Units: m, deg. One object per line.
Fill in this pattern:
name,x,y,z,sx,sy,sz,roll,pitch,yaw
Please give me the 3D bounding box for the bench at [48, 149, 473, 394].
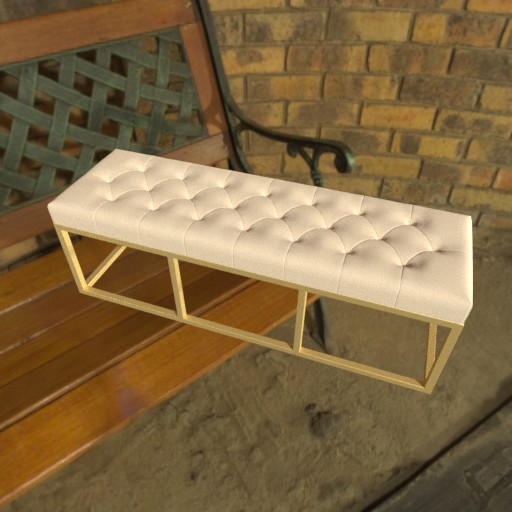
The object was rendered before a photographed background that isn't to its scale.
bench,0.000,0.000,1.745,1.473,0.484,0.457,13,44,15
